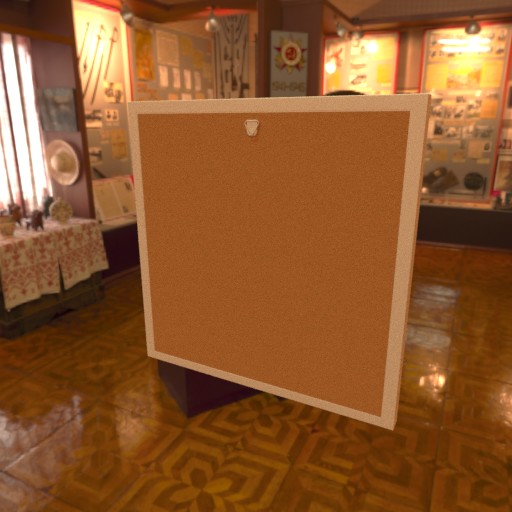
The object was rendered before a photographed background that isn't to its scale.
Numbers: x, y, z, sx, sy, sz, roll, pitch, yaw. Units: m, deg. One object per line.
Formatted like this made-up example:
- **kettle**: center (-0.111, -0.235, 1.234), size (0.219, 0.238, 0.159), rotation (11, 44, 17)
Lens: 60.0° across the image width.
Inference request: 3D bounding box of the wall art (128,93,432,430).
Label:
- **wall art**: center (0.000, 0.000, 1.137), size (0.761, 0.762, 0.050), rotation (9, 19, 27)
